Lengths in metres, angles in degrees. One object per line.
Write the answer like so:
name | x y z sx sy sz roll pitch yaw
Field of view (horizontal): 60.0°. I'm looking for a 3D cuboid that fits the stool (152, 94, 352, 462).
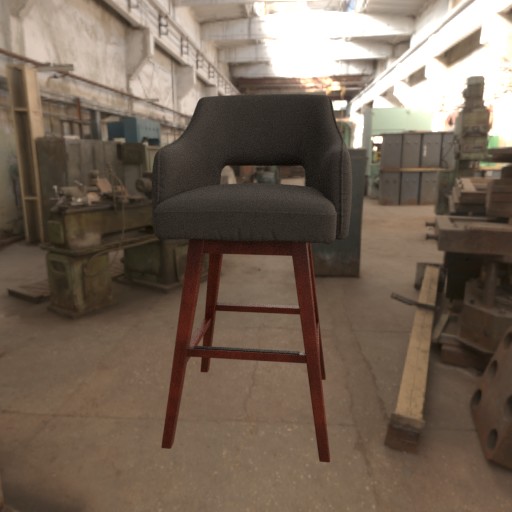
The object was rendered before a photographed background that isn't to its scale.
stool | 0.000 0.000 1.379 0.548 1.012 0.558 2 13 7
